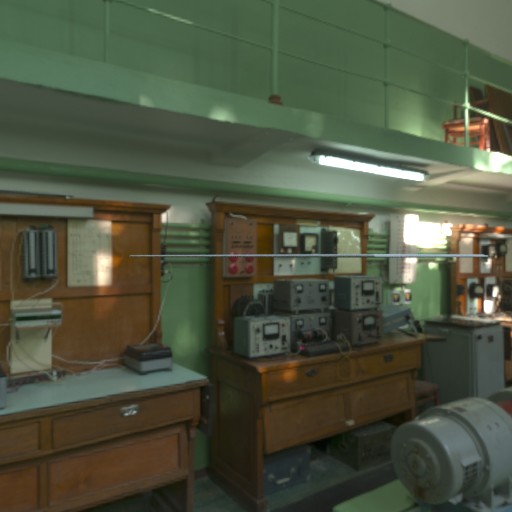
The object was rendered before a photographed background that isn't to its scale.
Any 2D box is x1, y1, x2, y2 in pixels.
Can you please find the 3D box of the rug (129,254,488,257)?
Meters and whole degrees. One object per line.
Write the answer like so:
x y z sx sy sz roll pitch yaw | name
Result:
0.000 0.000 2.424 0.662 0.011 2.196 0 0 -35 | rug
